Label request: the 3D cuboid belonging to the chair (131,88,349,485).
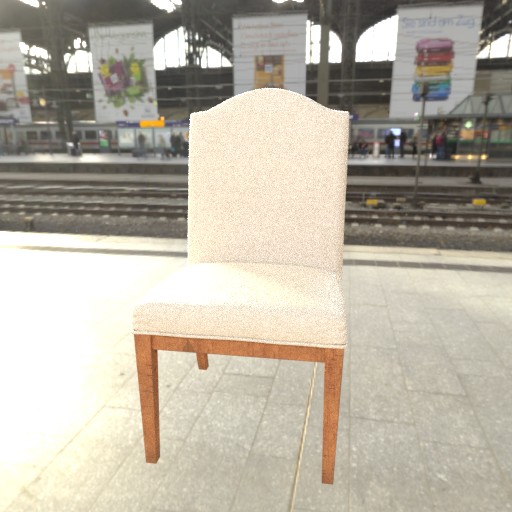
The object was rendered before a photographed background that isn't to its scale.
[{"bbox_3d":[0.000,0.000,1.342,0.534,1.012,0.648,2,15,9],"label":"chair"}]
